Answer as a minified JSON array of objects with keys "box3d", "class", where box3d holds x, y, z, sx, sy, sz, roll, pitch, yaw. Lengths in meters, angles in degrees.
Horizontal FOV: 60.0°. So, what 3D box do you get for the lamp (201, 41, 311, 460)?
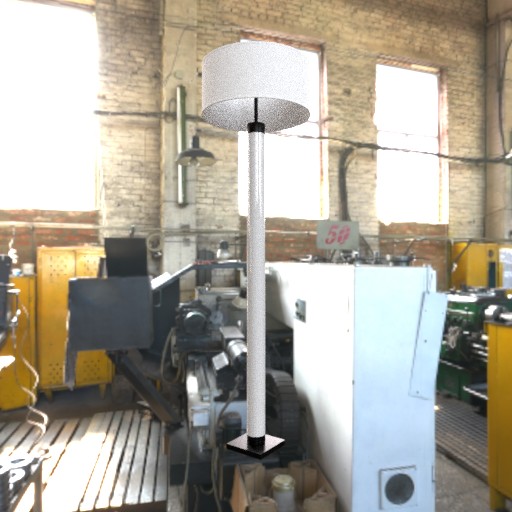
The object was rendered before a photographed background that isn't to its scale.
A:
[{"box3d":[0.000,0.000,1.709,0.420,1.475,0.420,0,0,36],"class":"lamp"}]
